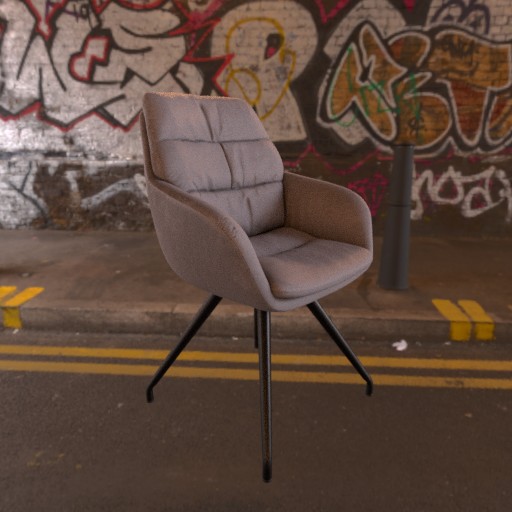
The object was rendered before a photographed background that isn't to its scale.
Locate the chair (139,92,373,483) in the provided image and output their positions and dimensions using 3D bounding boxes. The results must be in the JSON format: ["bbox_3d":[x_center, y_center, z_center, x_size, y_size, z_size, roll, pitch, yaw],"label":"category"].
[{"bbox_3d":[0.000,0.000,1.251,0.569,0.888,0.579,13,20,41],"label":"chair"}]
